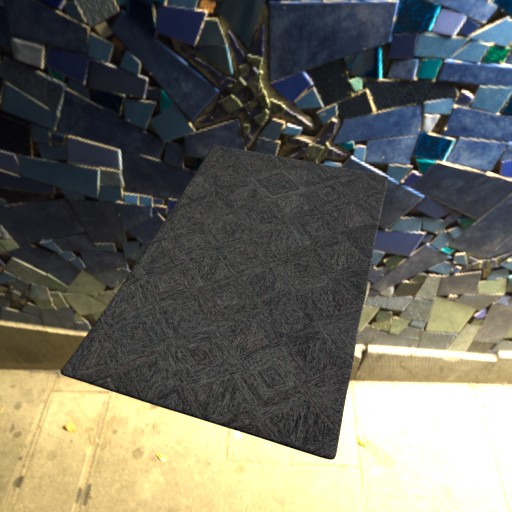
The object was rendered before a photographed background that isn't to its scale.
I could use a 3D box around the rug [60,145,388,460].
[{"bbox_3d":[0.000,0.000,2.273,1.158,0.013,1.752,13,49,12],"label":"rug"}]
